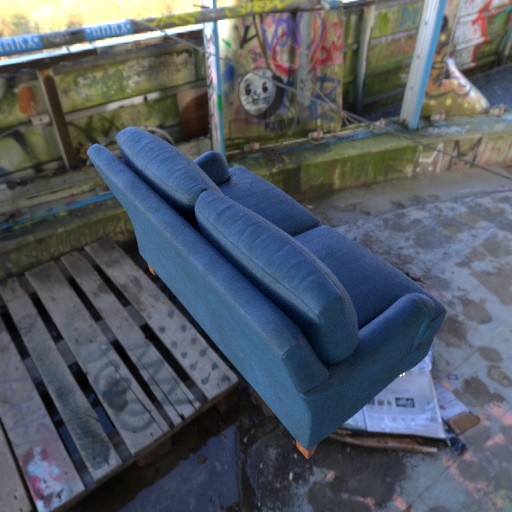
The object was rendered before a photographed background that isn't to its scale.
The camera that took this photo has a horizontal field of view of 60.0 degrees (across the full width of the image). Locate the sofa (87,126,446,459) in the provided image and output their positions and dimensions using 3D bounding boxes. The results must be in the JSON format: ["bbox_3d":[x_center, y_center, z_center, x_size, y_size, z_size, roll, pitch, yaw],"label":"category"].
[{"bbox_3d":[0.000,0.000,2.493,1.084,1.101,1.853,-26,47,-27],"label":"sofa"}]
